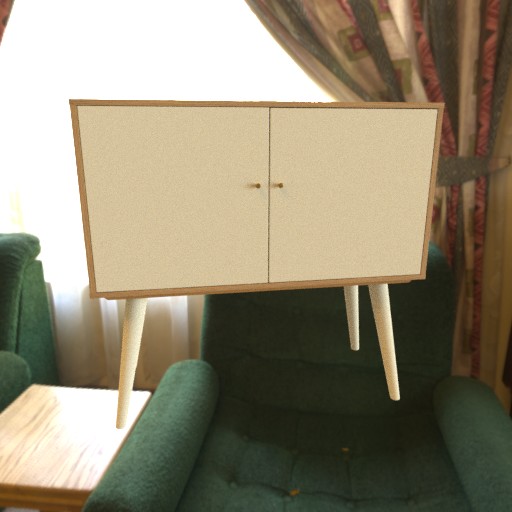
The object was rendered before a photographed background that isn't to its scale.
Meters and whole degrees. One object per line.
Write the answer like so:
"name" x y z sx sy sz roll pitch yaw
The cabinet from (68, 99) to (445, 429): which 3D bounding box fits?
"cabinet" 0.000 0.000 1.576 1.057 1.016 0.470 -3 16 -9
